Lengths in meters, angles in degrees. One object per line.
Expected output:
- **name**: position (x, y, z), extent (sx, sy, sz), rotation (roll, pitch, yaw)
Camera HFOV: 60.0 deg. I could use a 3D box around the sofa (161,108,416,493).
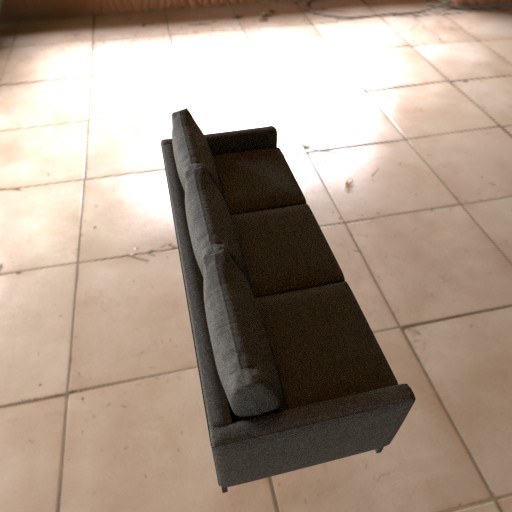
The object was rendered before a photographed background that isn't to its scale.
- **sofa**: position (0.000, 0.000, 2.615), extent (0.876, 0.879, 2.253), rotation (-10, 47, -9)
